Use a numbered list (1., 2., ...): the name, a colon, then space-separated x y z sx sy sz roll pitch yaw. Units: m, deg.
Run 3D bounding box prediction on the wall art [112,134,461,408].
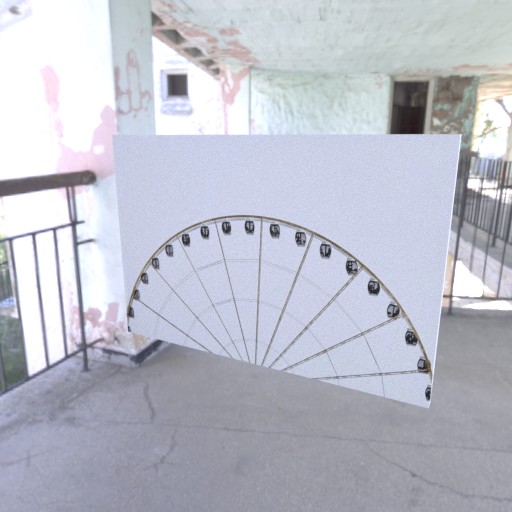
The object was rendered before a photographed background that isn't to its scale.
1. wall art: 0.000 0.000 1.451 1.144 0.767 0.038 8 17 26
